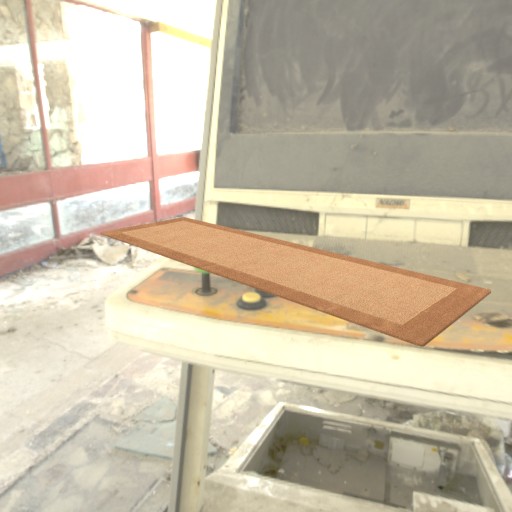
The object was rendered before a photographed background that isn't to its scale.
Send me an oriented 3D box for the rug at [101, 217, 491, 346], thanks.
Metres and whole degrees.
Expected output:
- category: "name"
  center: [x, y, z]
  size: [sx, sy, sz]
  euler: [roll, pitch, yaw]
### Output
- category: "rug"
  center: [0.000, 0.000, 2.691]
  size: [2.439, 0.017, 0.764]
  euler: [16, 23, 42]
